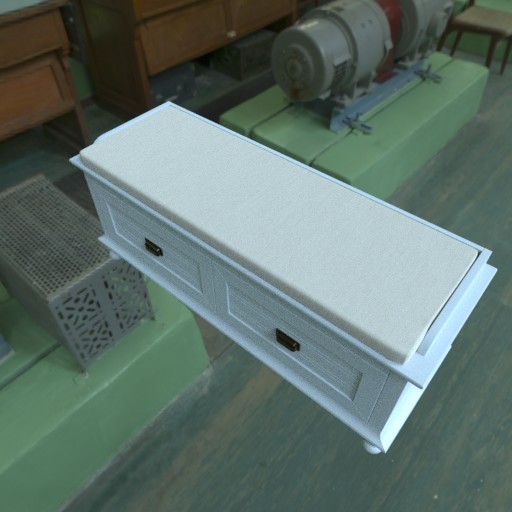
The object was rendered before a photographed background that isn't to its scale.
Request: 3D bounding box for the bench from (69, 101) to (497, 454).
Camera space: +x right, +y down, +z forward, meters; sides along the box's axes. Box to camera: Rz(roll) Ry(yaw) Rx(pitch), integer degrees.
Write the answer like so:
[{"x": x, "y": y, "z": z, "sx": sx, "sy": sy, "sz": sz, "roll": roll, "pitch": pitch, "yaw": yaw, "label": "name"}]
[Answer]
[{"x": 0.000, "y": 0.000, "z": 1.366, "sx": 1.185, "sy": 0.486, "sz": 0.402, "roll": 32, "pitch": 54, "yaw": 26, "label": "bench"}]
